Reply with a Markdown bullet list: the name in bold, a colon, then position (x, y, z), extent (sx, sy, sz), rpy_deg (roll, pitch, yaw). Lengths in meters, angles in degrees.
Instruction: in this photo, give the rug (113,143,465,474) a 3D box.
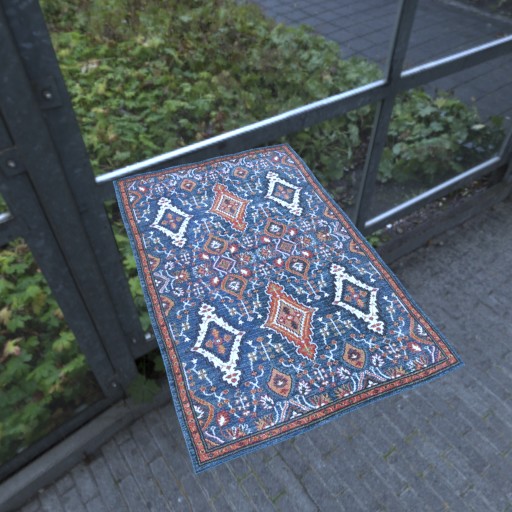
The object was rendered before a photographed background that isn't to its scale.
- **rug**: position (0.000, 0.000, 2.311), extent (1.195, 0.014, 1.847), rpy_deg (-16, 49, -15)
